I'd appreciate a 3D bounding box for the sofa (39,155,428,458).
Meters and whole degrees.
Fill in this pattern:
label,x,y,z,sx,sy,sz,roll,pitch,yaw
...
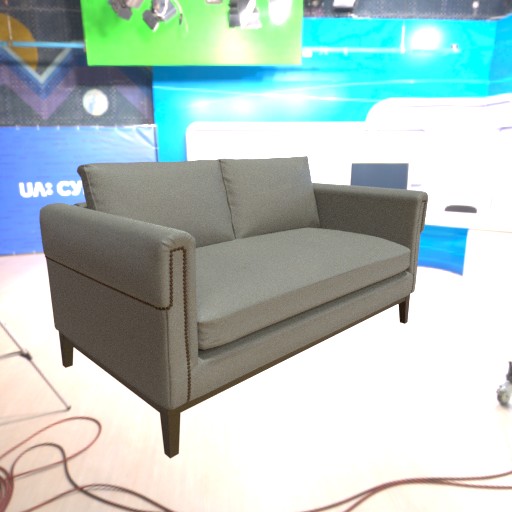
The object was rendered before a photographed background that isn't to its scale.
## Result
label,x,y,z,sx,sy,sz,roll,pitch,yaw
sofa,0.000,0.000,2.053,1.598,0.873,0.899,-14,20,-43
